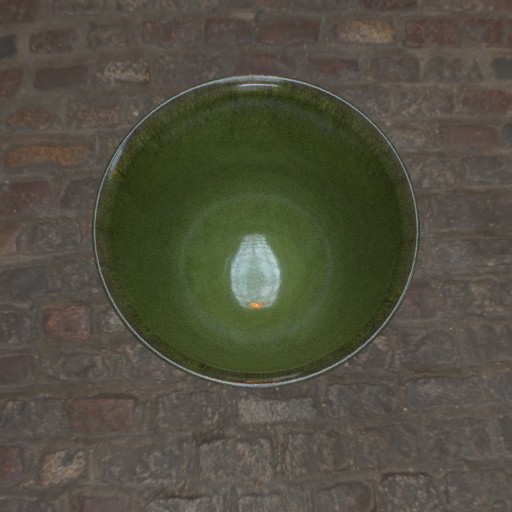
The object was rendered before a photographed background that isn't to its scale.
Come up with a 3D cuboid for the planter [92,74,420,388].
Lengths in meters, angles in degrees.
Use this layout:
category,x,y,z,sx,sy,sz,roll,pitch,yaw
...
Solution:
category,x,y,z,sx,sy,sz,roll,pitch,yaw
planter,0.000,0.000,0.489,0.266,0.270,0.266,0,77,0
